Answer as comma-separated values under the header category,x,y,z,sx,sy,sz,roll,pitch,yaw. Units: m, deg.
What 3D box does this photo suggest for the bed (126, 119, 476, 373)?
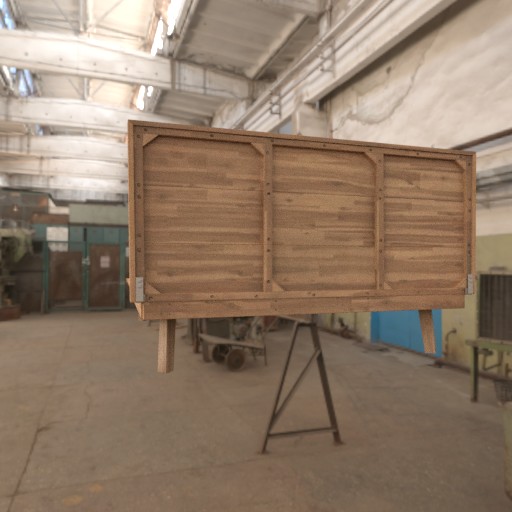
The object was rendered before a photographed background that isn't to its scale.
category,x,y,z,sx,sy,sz,roll,pitch,yaw
bed,0.000,0.000,3.071,1.759,1.071,2.145,0,-1,-17
